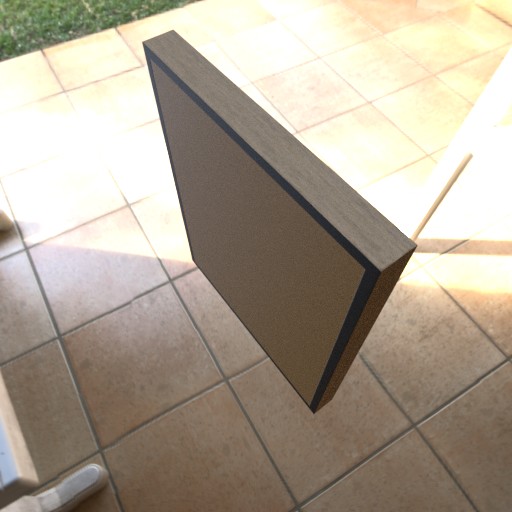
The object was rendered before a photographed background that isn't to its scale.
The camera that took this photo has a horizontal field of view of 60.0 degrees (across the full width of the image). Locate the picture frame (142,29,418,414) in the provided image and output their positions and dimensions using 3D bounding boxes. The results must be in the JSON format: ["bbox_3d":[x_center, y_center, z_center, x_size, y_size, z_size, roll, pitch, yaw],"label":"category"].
[{"bbox_3d":[0.000,0.000,0.701,0.046,0.526,0.421,-32,63,-19],"label":"picture frame"}]
